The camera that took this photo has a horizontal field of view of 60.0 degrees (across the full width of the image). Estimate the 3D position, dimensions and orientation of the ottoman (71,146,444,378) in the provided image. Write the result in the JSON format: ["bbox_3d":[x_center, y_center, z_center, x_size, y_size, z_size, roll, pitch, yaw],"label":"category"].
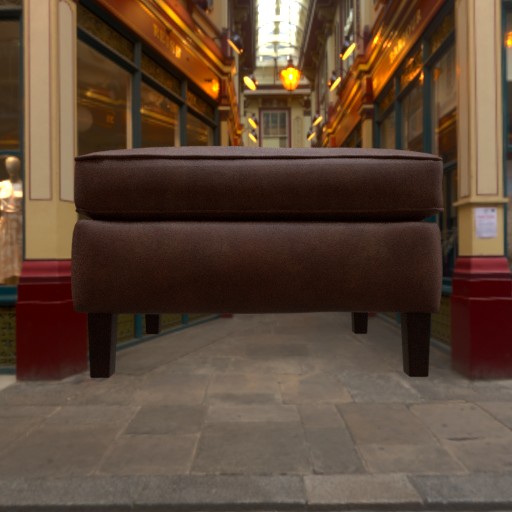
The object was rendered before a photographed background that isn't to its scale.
[{"bbox_3d":[0.000,0.000,0.985,0.665,0.418,0.501,0,0,-1],"label":"ottoman"}]
